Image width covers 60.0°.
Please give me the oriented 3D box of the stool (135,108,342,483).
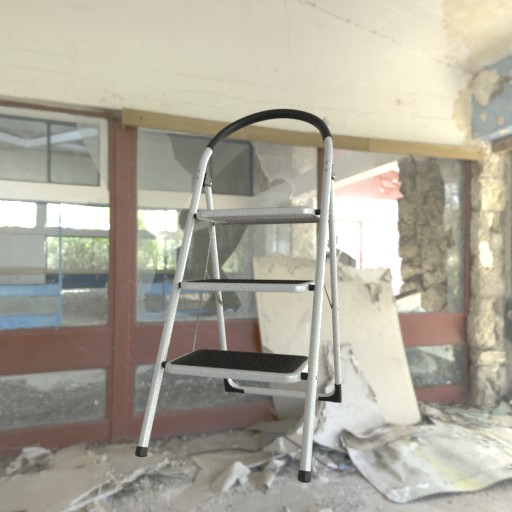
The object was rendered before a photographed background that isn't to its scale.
[{"bbox_3d":[0.000,0.000,1.452,0.485,1.109,0.676,0,-1,18],"label":"stool"}]
